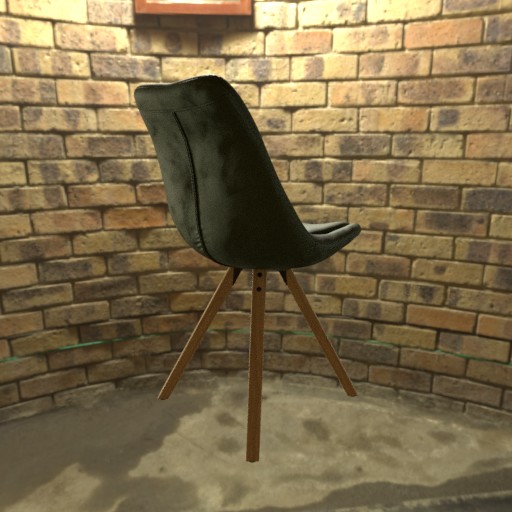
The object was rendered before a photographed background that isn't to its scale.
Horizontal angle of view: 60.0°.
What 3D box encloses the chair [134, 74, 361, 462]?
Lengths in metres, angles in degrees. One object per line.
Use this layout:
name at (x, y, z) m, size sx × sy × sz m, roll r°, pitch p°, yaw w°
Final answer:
chair at (0.000, 0.000, 1.222) m, size 0.483 × 0.865 × 0.547 m, roll 14°, pitch 20°, yaw 43°
